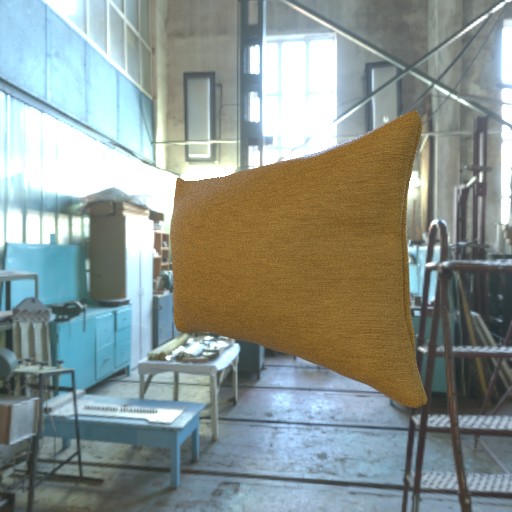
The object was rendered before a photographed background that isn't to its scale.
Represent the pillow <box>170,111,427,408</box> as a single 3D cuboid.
[{"bbox_3d":[0.000,0.000,0.764,0.210,0.354,0.634,0,1,-37],"label":"pillow"}]
